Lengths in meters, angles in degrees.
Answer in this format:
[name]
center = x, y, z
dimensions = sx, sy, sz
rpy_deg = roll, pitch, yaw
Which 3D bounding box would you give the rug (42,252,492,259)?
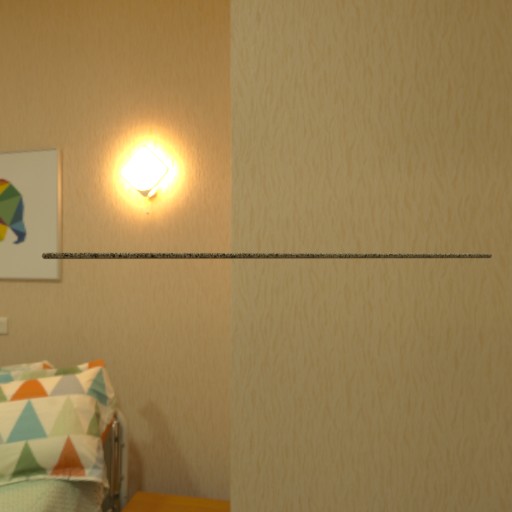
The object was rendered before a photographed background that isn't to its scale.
[rug]
center = 0.000, 0.000, 3.347
dimensions = 2.743, 0.030, 1.778
rpy_deg = 0, 0, -19
